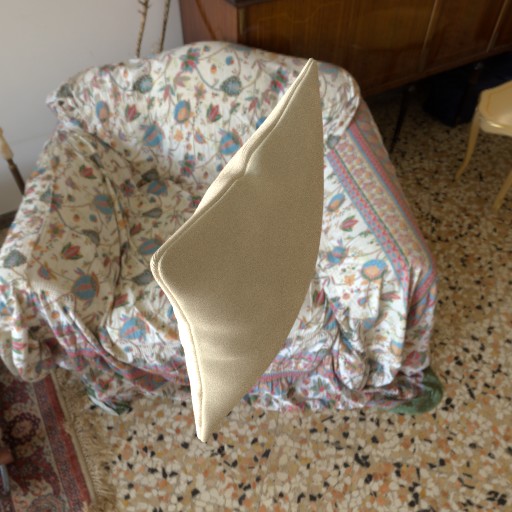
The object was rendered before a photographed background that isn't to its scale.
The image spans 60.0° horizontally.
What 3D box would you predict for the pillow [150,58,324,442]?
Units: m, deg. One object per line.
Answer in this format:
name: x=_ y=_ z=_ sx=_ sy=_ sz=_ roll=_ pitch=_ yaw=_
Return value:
pillow: x=0.000 y=0.000 z=0.658 sx=0.162 sy=0.420 sz=0.437 roll=17 pitch=50 yaw=15
